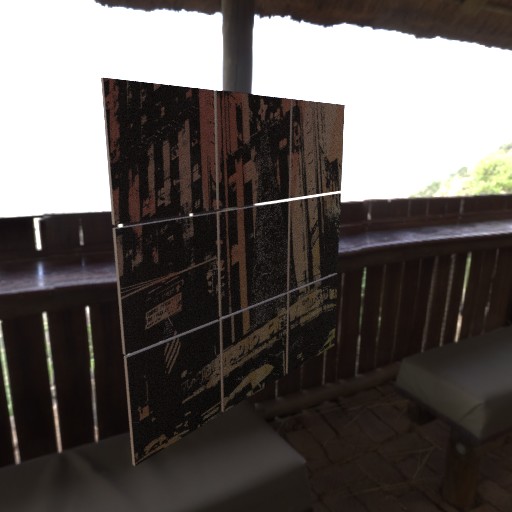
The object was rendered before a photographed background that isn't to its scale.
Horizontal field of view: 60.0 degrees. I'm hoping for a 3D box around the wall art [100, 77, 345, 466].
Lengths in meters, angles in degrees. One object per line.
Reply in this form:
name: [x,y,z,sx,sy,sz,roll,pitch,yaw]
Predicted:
wall art: [0.000,0.000,2.211,0.017,1.521,1.527,13,19,41]
